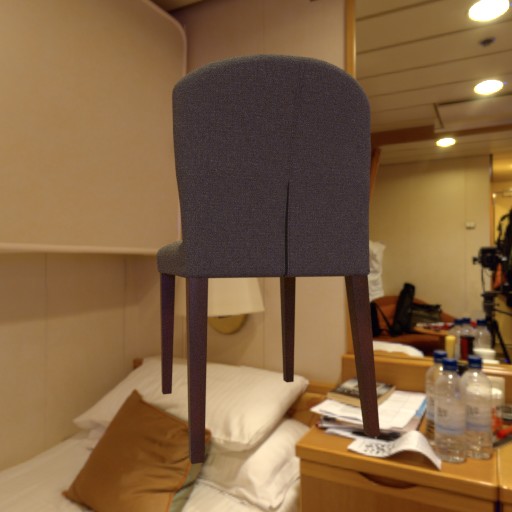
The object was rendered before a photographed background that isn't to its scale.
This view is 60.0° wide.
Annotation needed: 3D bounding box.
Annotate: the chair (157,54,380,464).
[{"bbox_3d":[0.000,0.000,1.193,0.491,0.839,0.589,0,-1,-19],"label":"chair"}]
